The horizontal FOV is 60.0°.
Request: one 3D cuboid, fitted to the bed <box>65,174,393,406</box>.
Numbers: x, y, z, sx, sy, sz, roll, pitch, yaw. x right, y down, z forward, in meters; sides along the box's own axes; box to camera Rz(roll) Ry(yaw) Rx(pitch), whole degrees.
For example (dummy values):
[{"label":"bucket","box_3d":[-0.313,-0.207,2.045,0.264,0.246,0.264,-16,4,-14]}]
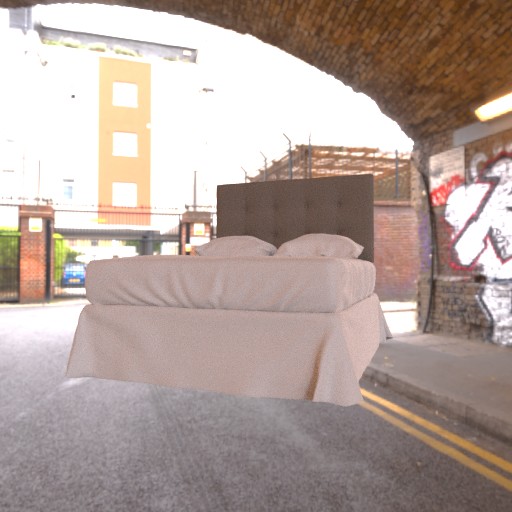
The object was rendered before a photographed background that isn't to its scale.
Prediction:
[{"label":"bed","box_3d":[0.000,0.000,3.508,1.936,1.577,2.222,-1,-1,21]}]
